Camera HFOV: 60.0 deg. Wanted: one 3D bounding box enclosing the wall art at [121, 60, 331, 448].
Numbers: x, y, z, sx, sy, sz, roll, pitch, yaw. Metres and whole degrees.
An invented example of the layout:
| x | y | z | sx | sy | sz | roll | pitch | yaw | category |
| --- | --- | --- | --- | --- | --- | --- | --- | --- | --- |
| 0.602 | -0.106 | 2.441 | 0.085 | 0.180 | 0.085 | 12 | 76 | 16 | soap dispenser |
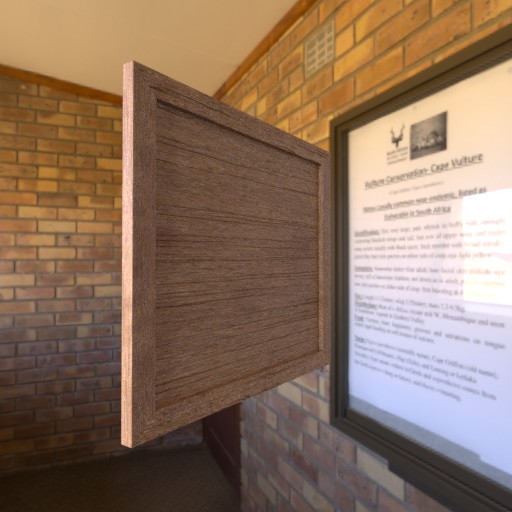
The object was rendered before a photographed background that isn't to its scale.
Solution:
| x | y | z | sx | sy | sz | roll | pitch | yaw | category |
| --- | --- | --- | --- | --- | --- | --- | --- | --- | --- |
| 0.000 | 0.000 | 0.961 | 0.026 | 0.588 | 0.690 | -1 | -1 | 35 | wall art |
